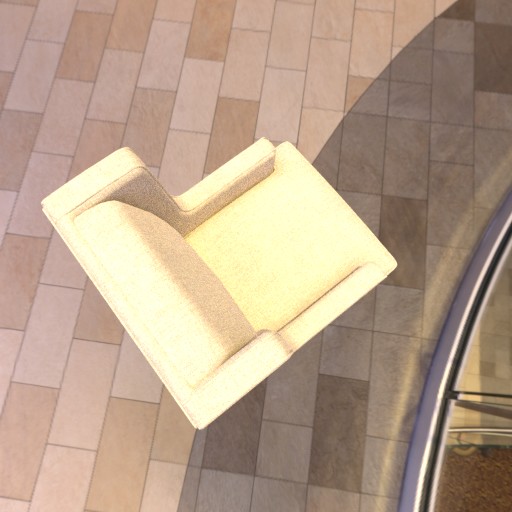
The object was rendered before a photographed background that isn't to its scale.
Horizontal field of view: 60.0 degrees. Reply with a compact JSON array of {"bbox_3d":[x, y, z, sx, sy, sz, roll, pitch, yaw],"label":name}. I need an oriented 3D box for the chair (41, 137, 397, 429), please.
[{"bbox_3d":[0.000,0.000,1.732,0.948,1.082,0.764,-37,78,-9],"label":"chair"}]
